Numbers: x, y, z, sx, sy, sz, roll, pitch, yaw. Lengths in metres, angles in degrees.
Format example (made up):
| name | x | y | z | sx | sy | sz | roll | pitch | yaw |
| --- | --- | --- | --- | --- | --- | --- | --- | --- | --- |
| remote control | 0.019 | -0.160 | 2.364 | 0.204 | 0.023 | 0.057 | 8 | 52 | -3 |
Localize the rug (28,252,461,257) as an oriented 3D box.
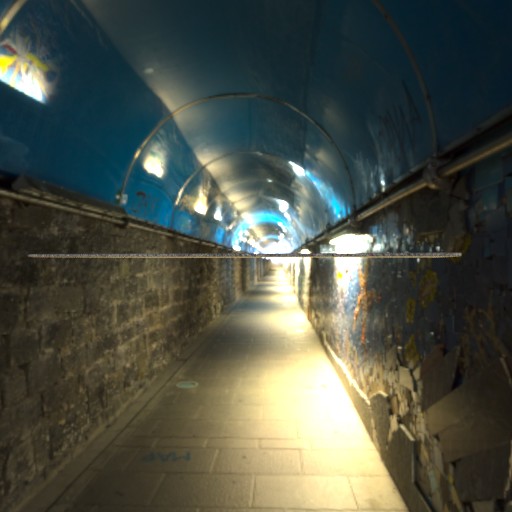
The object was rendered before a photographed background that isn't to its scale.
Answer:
| name | x | y | z | sx | sy | sz | roll | pitch | yaw |
| --- | --- | --- | --- | --- | --- | --- | --- | --- | --- |
| rug | 0.000 | 0.000 | 2.207 | 1.752 | 0.013 | 1.158 | 0 | 0 | 18 |
